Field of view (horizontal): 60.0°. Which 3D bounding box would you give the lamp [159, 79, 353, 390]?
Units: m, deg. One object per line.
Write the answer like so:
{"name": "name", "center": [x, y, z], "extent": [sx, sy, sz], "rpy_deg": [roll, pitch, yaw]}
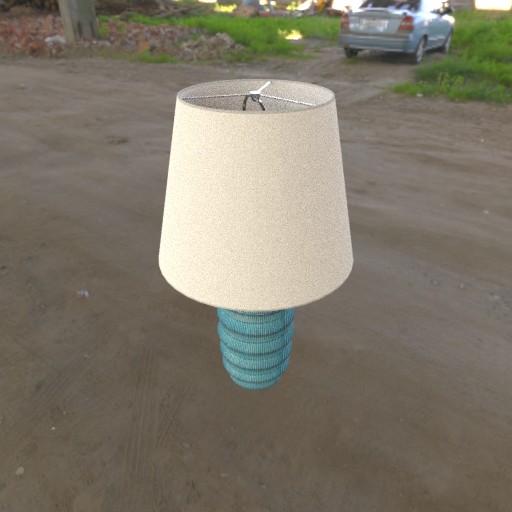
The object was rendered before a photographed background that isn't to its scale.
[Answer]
{"name": "lamp", "center": [0.000, 0.000, 0.827], "extent": [0.355, 0.582, 0.355], "rpy_deg": [0, 31, 0]}
